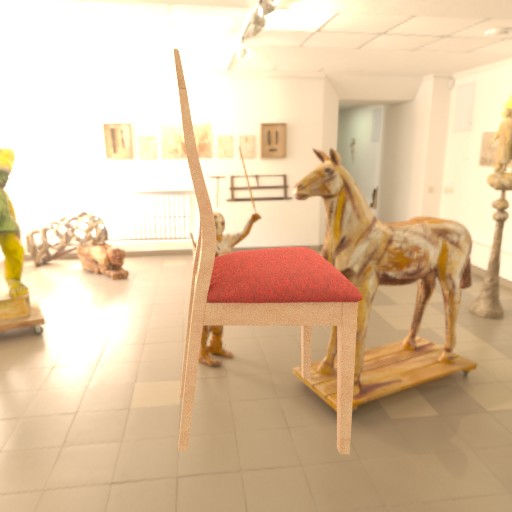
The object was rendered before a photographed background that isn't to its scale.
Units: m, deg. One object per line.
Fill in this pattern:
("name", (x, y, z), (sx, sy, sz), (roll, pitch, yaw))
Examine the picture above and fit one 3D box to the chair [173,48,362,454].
("chair", (0.000, 0.000, 1.265), (0.474, 1.027, 0.460), (-2, 14, -8))
